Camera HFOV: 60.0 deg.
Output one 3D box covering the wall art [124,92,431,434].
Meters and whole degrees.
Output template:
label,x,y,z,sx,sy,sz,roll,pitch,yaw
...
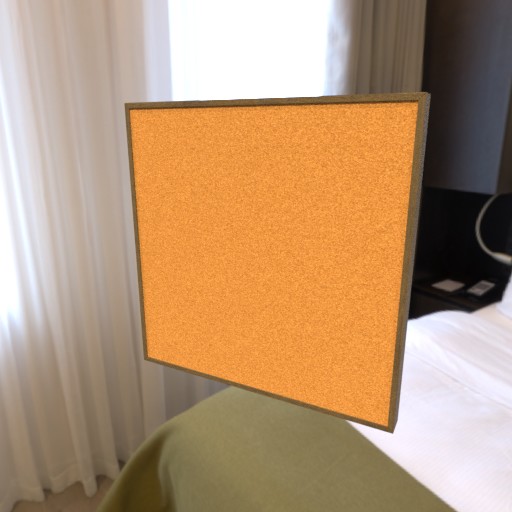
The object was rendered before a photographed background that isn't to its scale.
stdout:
label,x,y,z,sx,sy,sz,roll,pitch,yaw
wall art,0.000,0.000,0.758,0.507,0.507,0.037,8,18,26
